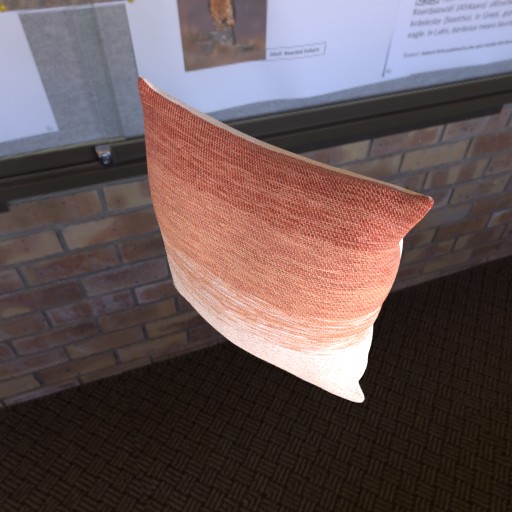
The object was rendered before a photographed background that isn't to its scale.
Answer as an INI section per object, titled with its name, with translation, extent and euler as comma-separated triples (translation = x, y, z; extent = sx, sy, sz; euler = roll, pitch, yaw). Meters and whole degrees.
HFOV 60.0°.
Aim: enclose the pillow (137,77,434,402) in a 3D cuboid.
[pillow]
translation = 0.000, 0.000, 0.674
extent = 0.440, 0.441, 0.182
euler = 29, 52, 26
